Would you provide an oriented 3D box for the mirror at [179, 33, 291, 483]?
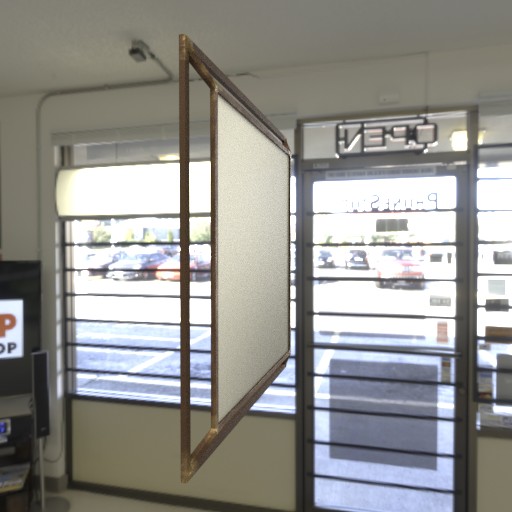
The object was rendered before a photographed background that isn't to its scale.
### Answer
[{"bbox_3d":[0.000,0.000,0.890,0.032,0.610,0.610,0,1,17],"label":"mirror"}]
